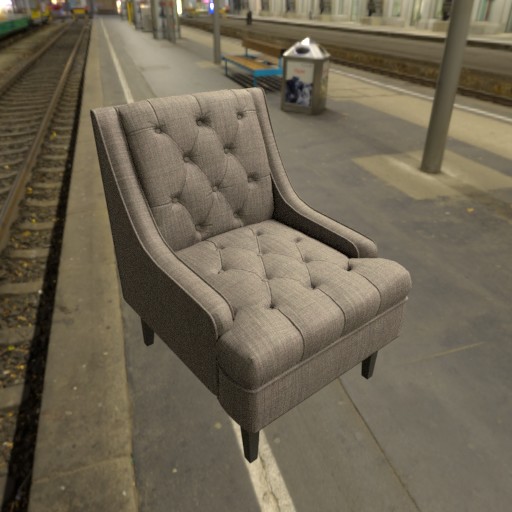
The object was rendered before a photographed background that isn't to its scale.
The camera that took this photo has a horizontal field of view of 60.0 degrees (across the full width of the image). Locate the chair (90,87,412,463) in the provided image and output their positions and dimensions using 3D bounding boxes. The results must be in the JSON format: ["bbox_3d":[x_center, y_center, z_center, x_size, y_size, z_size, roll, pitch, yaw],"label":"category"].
[{"bbox_3d":[0.000,0.000,1.410,0.655,0.891,0.771,-22,36,-33],"label":"chair"}]
